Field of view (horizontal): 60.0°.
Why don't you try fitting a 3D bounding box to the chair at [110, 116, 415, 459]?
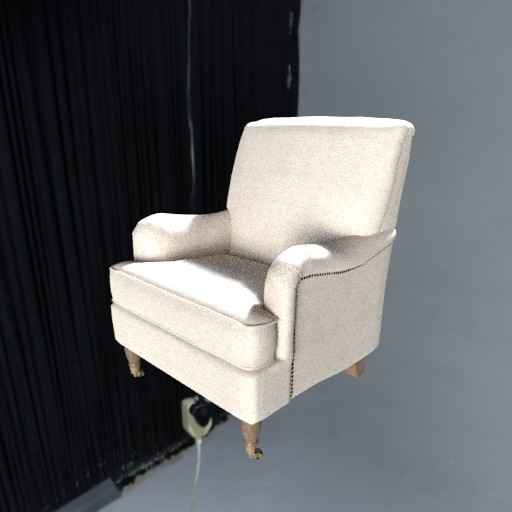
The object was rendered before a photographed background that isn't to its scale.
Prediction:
[{"bbox_3d":[0.000,0.000,1.853,0.879,1.119,0.953,15,23,41],"label":"chair"}]
